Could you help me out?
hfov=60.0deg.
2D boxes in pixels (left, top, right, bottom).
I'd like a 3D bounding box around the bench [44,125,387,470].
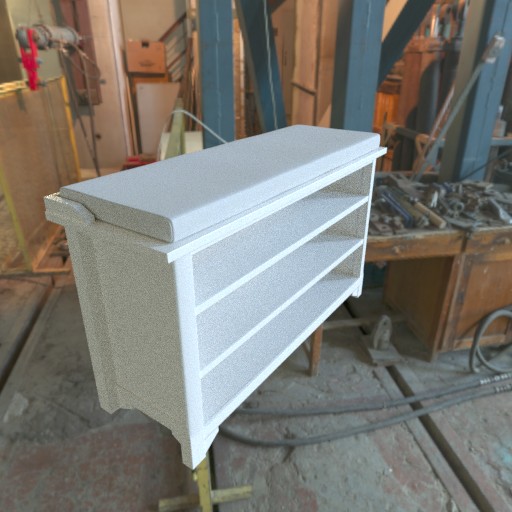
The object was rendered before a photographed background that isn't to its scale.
[{"bbox_3d":[0.000,0.000,1.274,0.346,0.589,0.987,17,30,31],"label":"bench"}]
